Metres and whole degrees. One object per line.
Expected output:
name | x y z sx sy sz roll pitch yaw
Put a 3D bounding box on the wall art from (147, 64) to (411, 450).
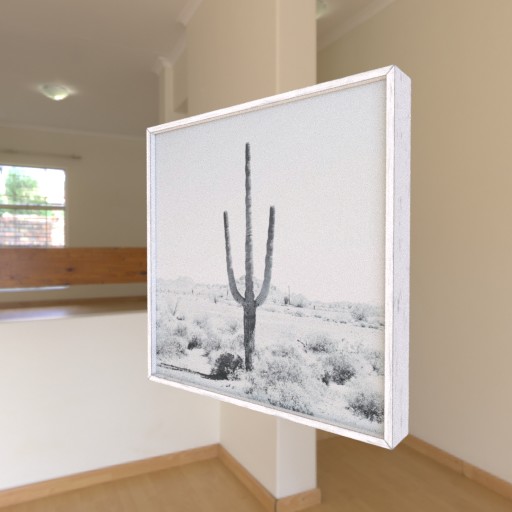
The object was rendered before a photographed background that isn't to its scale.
wall art | 0.000 0.000 0.459 0.305 0.305 0.038 1 2 38
